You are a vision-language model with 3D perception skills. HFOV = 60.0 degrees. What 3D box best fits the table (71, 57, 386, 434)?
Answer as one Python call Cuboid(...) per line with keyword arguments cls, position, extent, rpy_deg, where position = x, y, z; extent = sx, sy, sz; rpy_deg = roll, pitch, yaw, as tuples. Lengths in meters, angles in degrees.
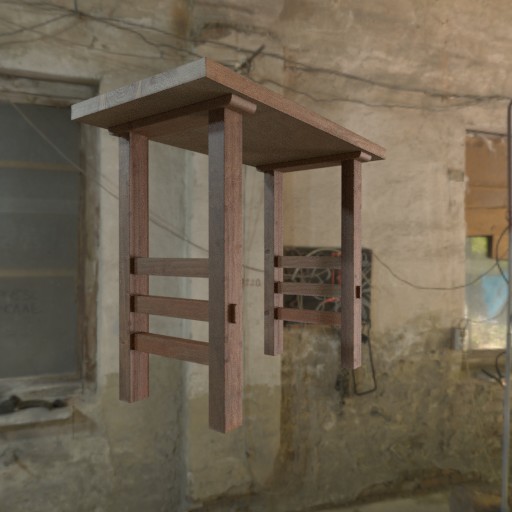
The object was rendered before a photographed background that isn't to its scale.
Cuboid(cls="table", position=(0.000, 0.000, 1.621), extent=(0.556, 0.914, 1.119), rpy_deg=(0, 1, 37))
